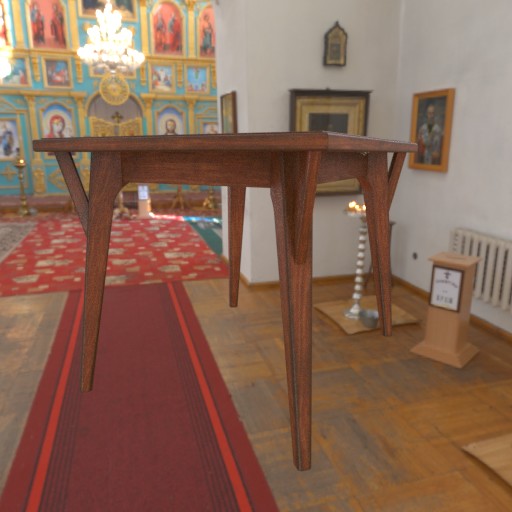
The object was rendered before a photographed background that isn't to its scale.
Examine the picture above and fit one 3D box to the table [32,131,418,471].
[{"bbox_3d":[0.000,0.000,1.510,0.838,0.761,0.991,7,15,28],"label":"table"}]
